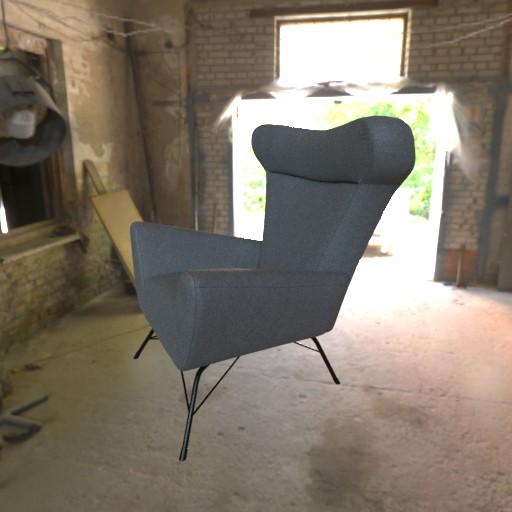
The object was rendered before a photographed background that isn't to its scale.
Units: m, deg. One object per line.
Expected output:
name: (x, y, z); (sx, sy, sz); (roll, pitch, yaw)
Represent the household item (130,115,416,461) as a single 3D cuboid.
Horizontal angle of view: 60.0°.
household item: (0.000, 0.000, 1.776); (0.900, 1.050, 0.980); (-7, 16, -25)
